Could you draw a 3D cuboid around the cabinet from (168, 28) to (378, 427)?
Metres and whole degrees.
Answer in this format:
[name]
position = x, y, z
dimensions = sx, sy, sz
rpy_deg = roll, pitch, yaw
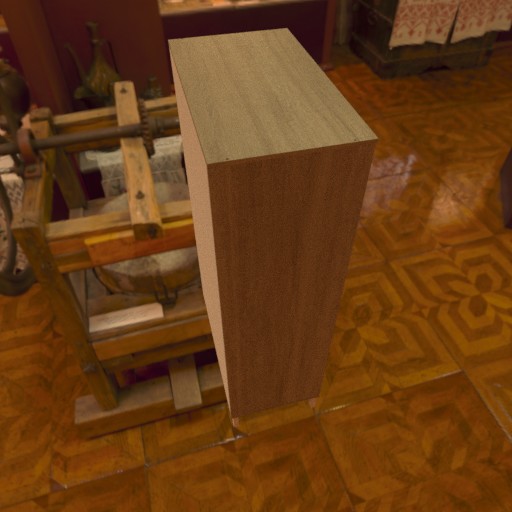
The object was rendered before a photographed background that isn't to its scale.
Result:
[cabinet]
position = 0.000, 0.000, 2.468
dimensions = 0.571, 1.999, 1.006
rpy_deg = -11, 47, -10
